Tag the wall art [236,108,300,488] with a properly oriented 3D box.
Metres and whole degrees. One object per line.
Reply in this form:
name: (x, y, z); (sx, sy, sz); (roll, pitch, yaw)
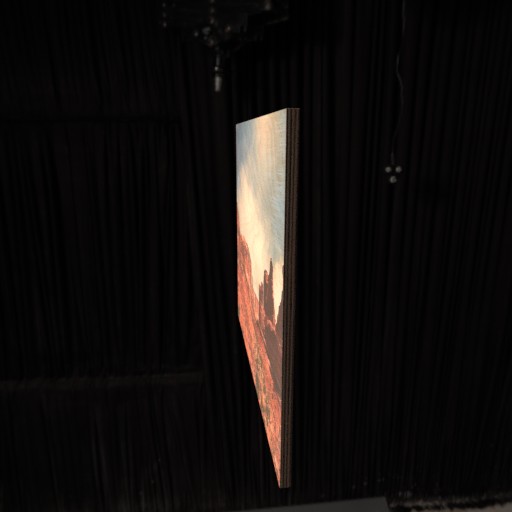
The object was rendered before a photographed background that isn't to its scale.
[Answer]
wall art: (0.000, 0.000, 0.690); (0.013, 0.406, 0.508); (-2, 15, -7)
